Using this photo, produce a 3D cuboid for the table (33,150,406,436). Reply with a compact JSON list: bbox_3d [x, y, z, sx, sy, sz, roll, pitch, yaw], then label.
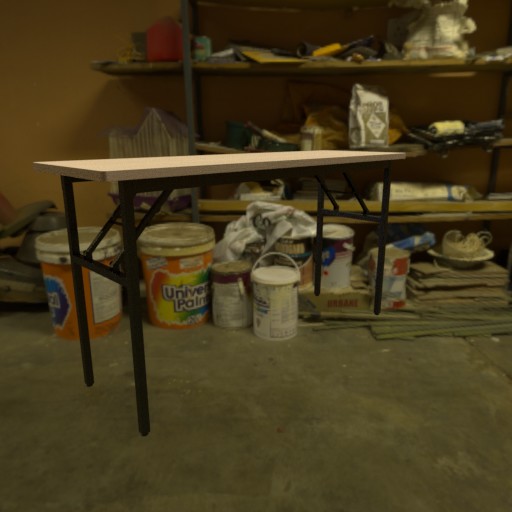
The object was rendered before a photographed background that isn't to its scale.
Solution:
[{"bbox_3d":[0.000,0.000,1.713,1.397,0.750,0.447,-15,21,-42],"label":"table"}]
